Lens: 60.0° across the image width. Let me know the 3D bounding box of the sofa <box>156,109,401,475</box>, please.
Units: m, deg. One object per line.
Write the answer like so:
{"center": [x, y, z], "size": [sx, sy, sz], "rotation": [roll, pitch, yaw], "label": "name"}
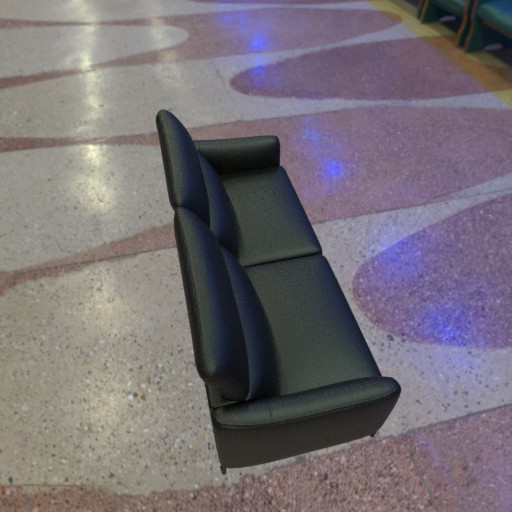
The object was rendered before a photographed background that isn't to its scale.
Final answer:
{"center": [0.000, 0.000, 2.531], "size": [0.856, 0.957, 2.069], "rotation": [-10, 48, -9], "label": "sofa"}
